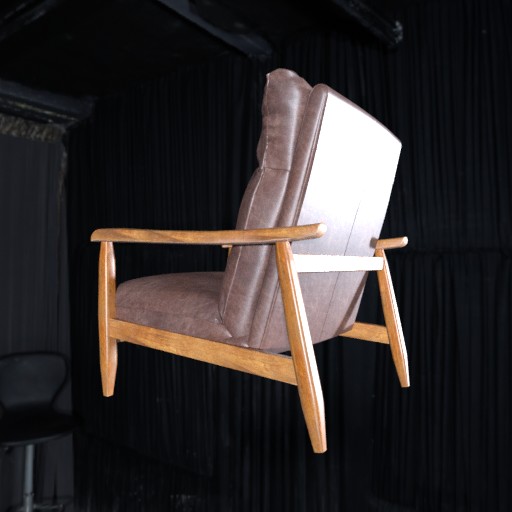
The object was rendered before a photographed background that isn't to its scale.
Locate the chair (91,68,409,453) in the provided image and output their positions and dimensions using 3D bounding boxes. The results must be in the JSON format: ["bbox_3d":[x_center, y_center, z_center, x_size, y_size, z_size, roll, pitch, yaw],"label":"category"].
[{"bbox_3d":[0.000,0.000,1.491,0.830,0.897,0.782,-1,-1,35],"label":"chair"}]
